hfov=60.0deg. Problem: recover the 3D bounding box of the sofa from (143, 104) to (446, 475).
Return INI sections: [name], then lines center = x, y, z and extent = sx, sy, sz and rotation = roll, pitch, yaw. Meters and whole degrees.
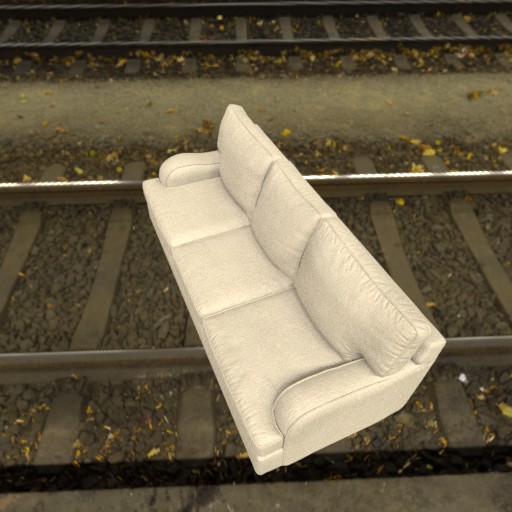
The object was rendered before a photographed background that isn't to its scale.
[sofa]
center = 0.000, 0.000, 2.910
extent = 1.016, 0.991, 2.323
rotation = -17, 48, -16
